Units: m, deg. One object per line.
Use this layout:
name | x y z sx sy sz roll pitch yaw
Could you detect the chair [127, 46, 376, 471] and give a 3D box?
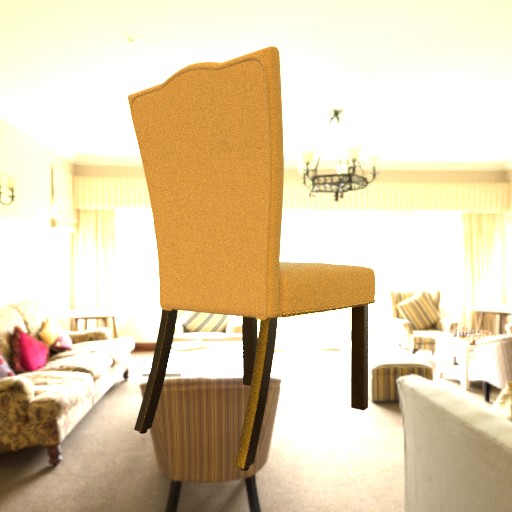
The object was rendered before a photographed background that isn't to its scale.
chair | 0.000 0.000 1.306 0.518 0.946 0.589 0 0 37
